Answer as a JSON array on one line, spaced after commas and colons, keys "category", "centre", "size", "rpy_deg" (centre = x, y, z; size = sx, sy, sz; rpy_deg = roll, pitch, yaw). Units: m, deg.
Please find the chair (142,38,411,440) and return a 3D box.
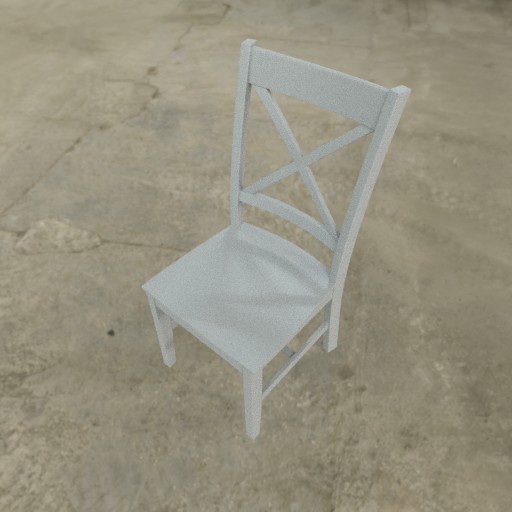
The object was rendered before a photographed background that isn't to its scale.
[{"category": "chair", "centre": [0.000, 0.000, 1.307], "size": [0.485, 0.983, 0.542], "rpy_deg": [31, 53, 28]}]
